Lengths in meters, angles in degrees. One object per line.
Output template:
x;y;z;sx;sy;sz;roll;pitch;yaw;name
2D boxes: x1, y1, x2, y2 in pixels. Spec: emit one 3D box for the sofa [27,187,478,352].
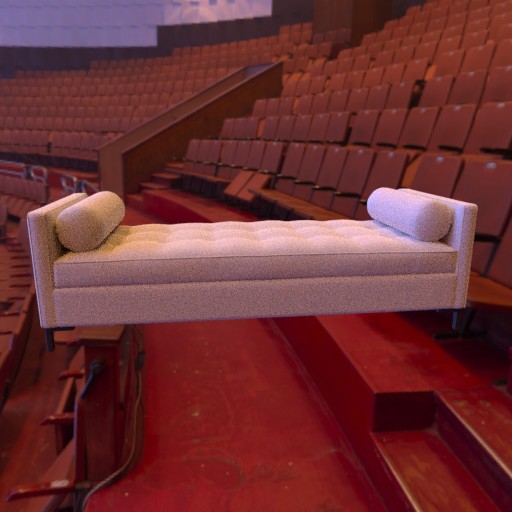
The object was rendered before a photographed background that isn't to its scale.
0.000;0.000;2.333;1.985;0.641;0.746;-2;15;-7;sofa
